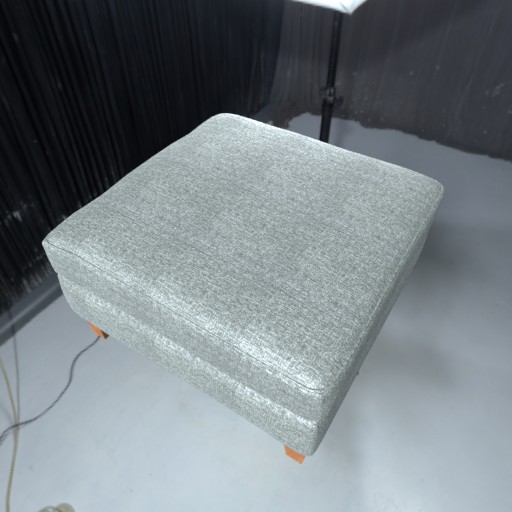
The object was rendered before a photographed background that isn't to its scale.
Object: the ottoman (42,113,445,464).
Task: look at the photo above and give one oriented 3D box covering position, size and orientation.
[{"bbox_3d":[0.000,0.000,1.353,0.838,0.481,0.838,25,51,22],"label":"ottoman"}]
